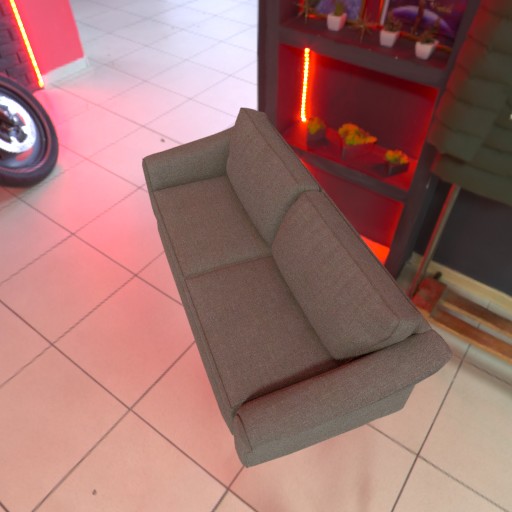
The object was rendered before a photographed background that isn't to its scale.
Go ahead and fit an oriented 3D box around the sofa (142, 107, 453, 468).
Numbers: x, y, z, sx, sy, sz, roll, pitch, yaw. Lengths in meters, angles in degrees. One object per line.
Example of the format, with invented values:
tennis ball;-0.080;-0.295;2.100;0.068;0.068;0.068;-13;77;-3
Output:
sofa;0.000;0.000;2.716;0.986;0.906;2.270;-16;49;-14
